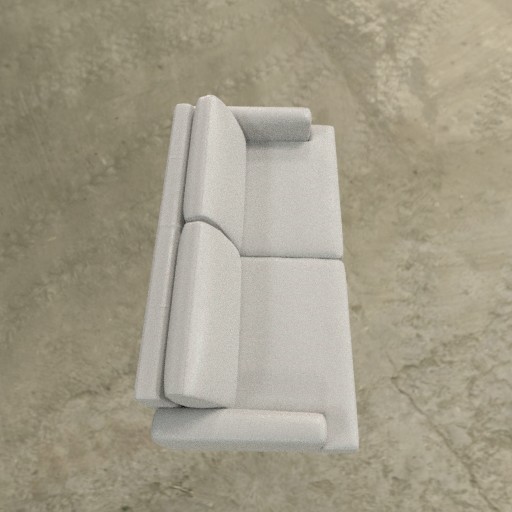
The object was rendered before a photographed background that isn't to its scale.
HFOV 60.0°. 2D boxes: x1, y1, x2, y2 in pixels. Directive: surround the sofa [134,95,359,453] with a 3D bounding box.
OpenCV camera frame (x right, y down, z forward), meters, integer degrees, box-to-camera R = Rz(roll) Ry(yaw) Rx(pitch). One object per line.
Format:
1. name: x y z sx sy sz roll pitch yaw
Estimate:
1. sofa: 0.000 0.000 2.409 0.974 0.765 1.940 1 63 1
